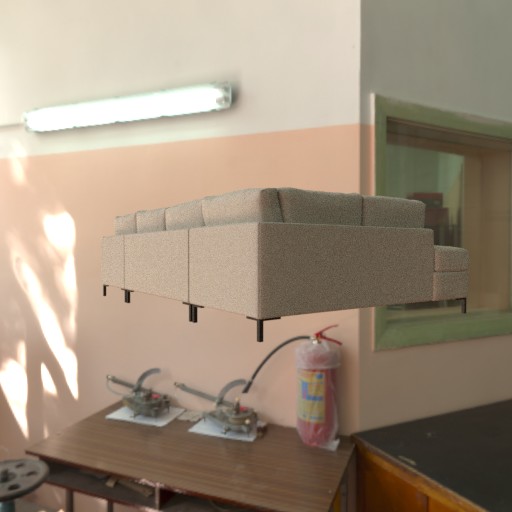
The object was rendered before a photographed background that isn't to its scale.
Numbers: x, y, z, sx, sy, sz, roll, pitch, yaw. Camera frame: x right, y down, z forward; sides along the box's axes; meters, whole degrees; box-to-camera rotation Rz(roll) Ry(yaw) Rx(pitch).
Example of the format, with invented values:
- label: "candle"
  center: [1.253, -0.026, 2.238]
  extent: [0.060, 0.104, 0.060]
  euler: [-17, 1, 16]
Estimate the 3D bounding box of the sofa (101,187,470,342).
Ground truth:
- label: "sofa"
  center: [0.000, 0.000, 4.050]
  extent: [1.989, 0.862, 2.984]
  euler: [-1, 1, -35]
